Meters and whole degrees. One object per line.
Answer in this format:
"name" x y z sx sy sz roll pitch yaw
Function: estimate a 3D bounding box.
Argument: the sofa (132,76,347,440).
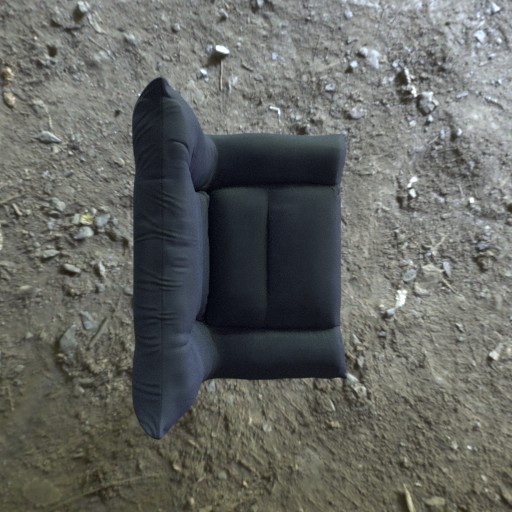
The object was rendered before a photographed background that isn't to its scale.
"sofa" 0.000 0.000 1.725 0.849 0.778 1.122 0 90 -2
